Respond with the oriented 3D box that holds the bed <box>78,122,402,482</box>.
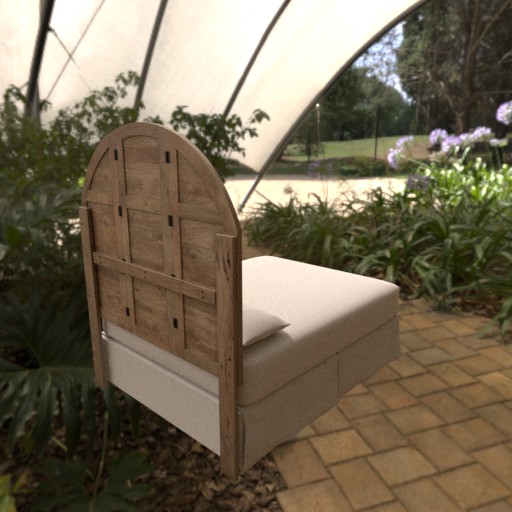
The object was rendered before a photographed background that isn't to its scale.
[{"bbox_3d":[0.000,0.000,3.575,1.713,2.002,2.112,13,19,41],"label":"bed"}]
